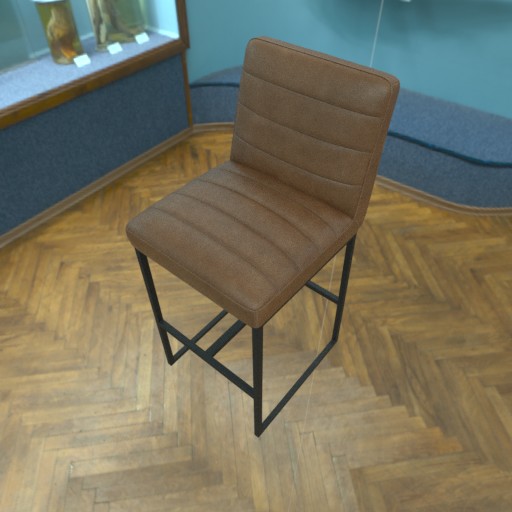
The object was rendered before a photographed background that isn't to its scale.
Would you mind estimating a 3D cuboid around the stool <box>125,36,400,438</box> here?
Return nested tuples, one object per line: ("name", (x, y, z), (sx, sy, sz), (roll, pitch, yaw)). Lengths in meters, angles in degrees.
("stool", (0.000, 0.000, 1.325), (0.458, 1.040, 0.556), (31, 53, 26))
